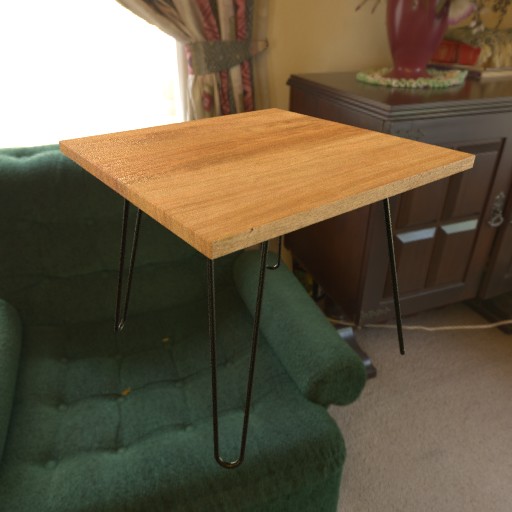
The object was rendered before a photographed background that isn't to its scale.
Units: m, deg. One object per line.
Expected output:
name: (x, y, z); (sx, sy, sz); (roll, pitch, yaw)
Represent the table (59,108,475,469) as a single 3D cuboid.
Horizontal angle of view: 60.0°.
table: (0.000, 0.000, 1.013); (0.599, 0.500, 0.599); (-20, 35, -32)
